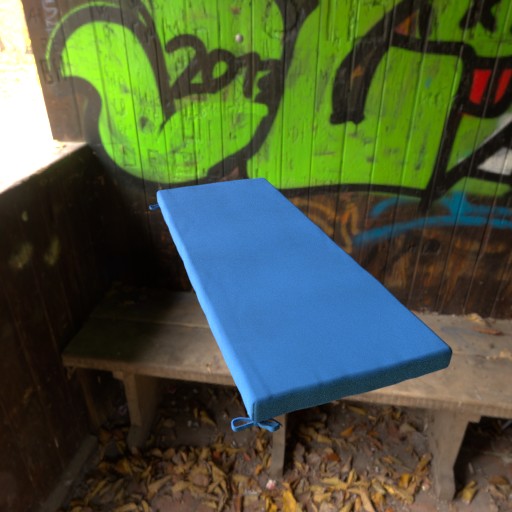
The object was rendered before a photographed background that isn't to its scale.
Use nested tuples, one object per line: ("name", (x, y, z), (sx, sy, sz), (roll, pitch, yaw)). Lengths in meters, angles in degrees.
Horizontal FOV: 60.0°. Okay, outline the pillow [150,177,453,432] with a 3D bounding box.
("pillow", (0.000, 0.000, 1.344), (0.492, 0.081, 1.187), (-10, 31, -17))
